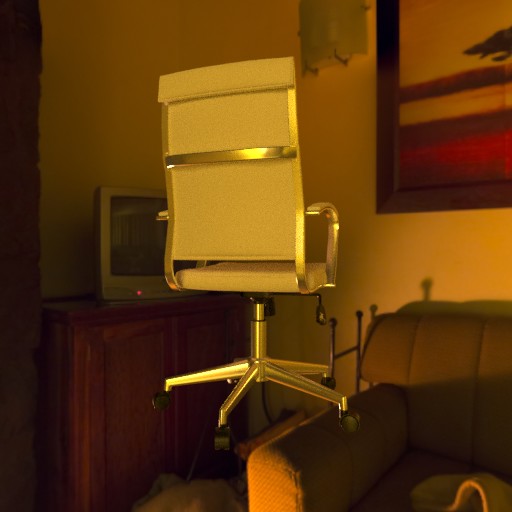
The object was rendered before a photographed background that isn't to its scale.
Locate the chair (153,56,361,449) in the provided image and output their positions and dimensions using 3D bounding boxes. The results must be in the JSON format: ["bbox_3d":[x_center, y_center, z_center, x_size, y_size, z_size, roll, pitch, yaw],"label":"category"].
[{"bbox_3d":[0.000,0.000,1.638,0.766,1.149,0.739,0,0,18],"label":"chair"}]
